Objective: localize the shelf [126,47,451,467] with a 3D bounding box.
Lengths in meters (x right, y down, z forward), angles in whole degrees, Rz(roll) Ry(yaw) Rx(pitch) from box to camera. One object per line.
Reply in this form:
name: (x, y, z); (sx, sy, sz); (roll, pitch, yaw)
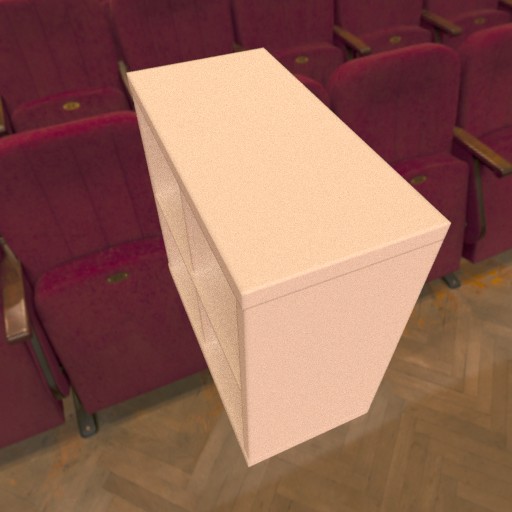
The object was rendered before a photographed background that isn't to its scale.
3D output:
shelf: (0.000, 0.000, 1.246); (0.390, 0.786, 0.790); (-18, 50, -16)
